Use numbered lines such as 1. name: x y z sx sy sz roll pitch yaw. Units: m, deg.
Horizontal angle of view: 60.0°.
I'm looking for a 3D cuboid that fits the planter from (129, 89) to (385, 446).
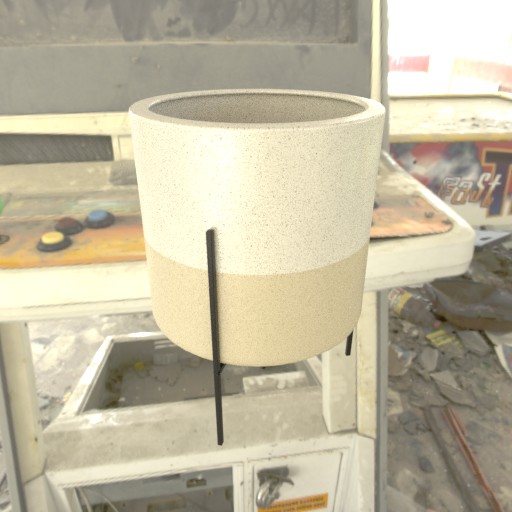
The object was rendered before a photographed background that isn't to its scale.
1. planter: 0.000 0.000 0.736 0.359 0.484 0.368 8 28 16
